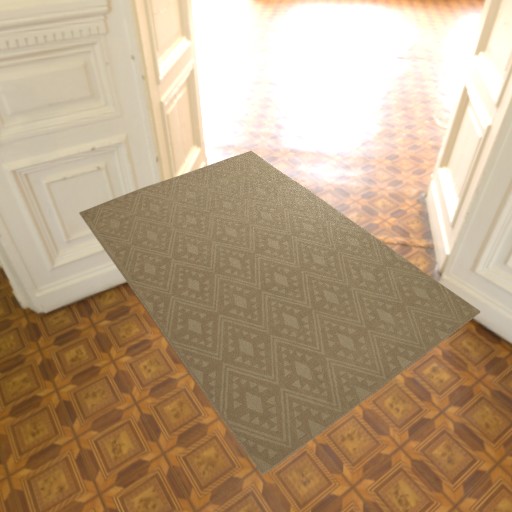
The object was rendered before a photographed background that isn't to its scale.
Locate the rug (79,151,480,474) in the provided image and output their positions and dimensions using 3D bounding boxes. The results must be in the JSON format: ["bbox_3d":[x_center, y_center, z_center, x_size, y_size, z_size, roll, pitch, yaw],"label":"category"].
[{"bbox_3d":[0.000,0.000,2.323,1.252,0.034,1.829,-26,49,-25],"label":"rug"}]
